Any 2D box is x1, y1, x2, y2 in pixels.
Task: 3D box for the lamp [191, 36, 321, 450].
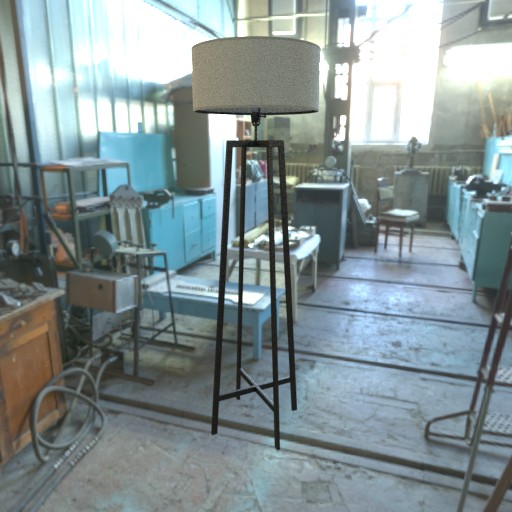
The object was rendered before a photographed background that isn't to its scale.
[{"bbox_3d":[0.000,0.000,1.768,0.456,1.510,0.457,-7,16,-25],"label":"lamp"}]
